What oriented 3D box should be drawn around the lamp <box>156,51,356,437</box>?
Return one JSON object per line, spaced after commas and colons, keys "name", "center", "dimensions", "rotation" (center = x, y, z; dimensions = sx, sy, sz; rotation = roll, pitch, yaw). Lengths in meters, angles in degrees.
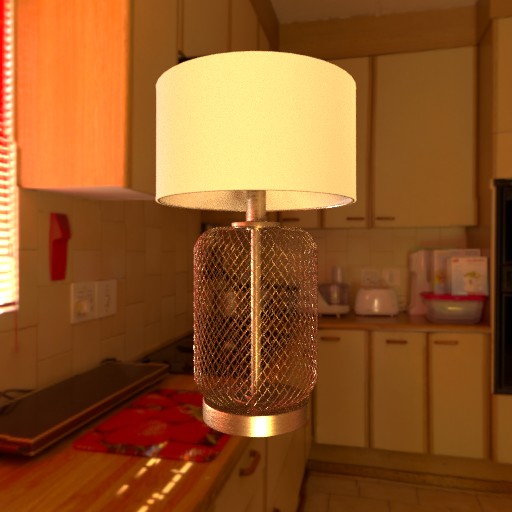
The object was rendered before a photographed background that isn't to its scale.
{"name": "lamp", "center": [0.000, 0.000, 0.801], "dimensions": [0.353, 0.578, 0.353], "rotation": [0, 1, 0]}
